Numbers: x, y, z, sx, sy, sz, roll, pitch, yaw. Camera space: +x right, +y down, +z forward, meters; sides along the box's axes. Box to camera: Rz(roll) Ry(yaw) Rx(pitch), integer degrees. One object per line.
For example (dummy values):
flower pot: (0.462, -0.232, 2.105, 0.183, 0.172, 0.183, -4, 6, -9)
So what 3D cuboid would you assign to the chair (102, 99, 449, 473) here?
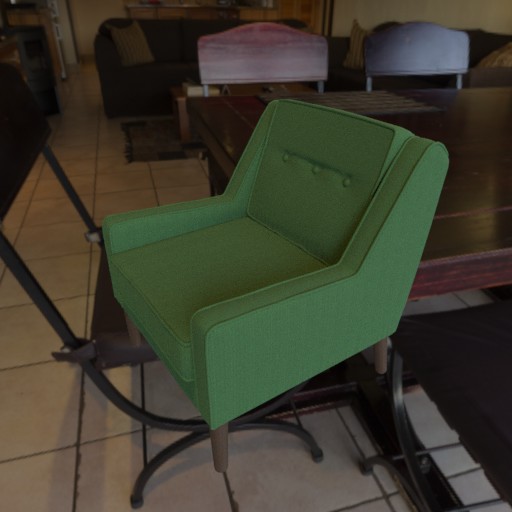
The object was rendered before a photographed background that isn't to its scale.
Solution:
chair: (0.000, 0.000, 1.321, 0.743, 0.792, 0.663, -19, 35, -30)
